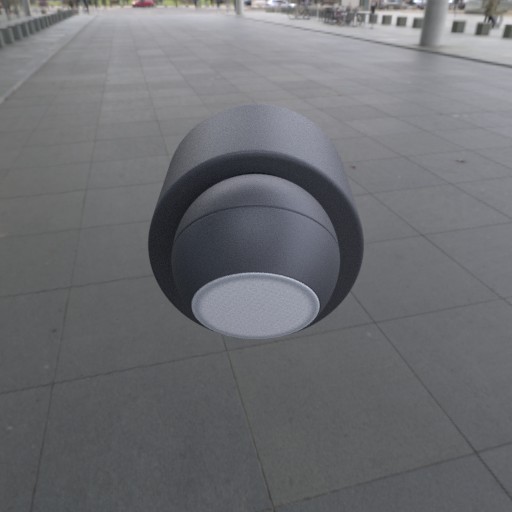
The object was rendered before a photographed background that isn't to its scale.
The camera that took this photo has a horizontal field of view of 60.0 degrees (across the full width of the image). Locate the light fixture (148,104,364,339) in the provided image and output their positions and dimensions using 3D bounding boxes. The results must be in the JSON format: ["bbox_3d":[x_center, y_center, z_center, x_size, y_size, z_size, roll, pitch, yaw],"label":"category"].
[{"bbox_3d":[0.000,0.000,0.264,0.134,0.143,0.160,0,30,0],"label":"light fixture"}]
